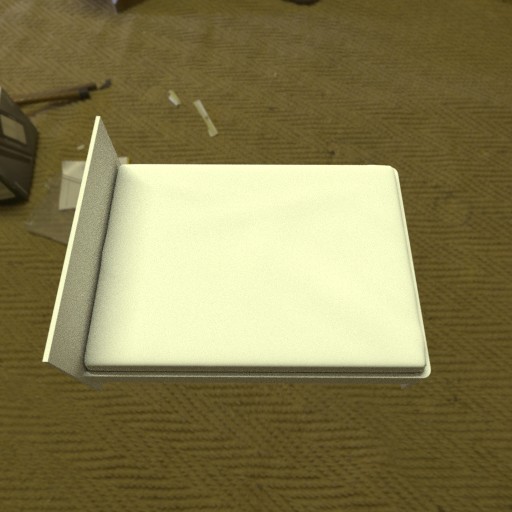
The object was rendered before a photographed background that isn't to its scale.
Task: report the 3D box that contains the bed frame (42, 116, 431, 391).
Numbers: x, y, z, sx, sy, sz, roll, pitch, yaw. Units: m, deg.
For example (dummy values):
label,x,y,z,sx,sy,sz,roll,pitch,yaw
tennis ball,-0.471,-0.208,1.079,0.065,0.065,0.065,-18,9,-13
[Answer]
label,x,y,z,sx,sy,sz,roll,pitch,yaw
bed frame,0.000,0.000,2.719,1.950,0.800,1.490,0,64,0
